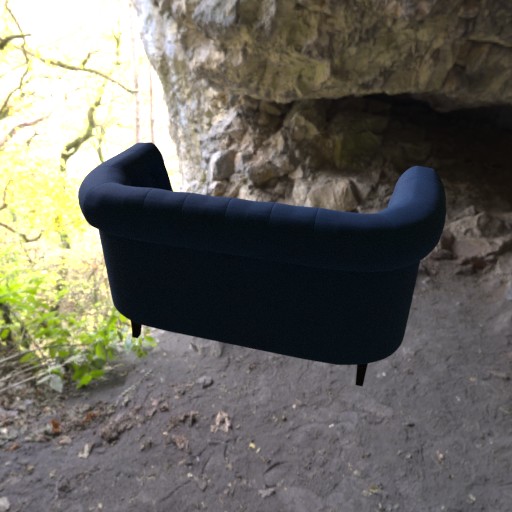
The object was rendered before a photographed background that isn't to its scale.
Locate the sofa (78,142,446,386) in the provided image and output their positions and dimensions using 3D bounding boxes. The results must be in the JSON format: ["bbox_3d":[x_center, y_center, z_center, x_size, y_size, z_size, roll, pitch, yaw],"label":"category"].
[{"bbox_3d":[0.000,0.000,2.077,1.558,0.827,0.835,9,31,15],"label":"sofa"}]
